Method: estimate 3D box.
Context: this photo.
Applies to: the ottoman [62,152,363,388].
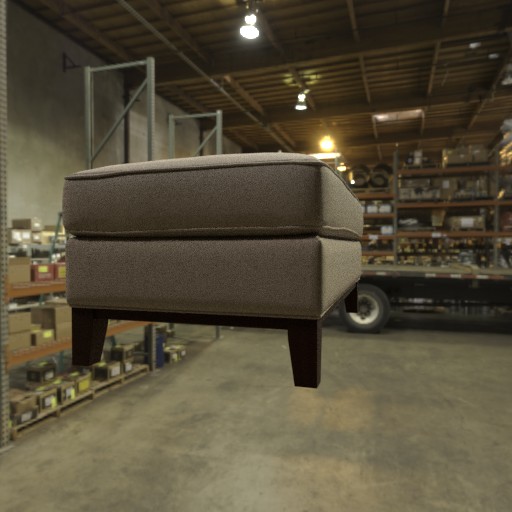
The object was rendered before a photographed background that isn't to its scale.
[{"bbox_3d":[0.000,0.000,1.504,0.648,0.508,1.143,0,2,17],"label":"ottoman"}]
